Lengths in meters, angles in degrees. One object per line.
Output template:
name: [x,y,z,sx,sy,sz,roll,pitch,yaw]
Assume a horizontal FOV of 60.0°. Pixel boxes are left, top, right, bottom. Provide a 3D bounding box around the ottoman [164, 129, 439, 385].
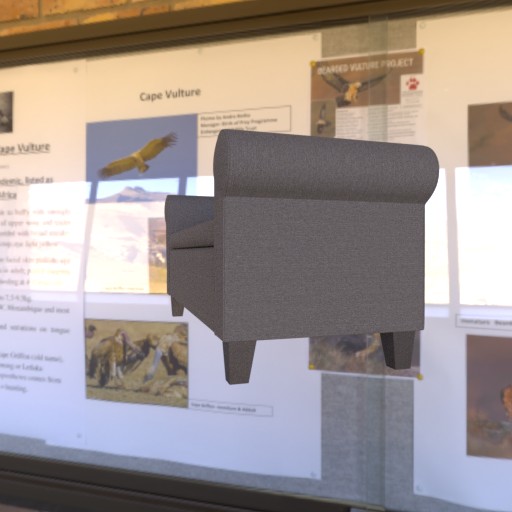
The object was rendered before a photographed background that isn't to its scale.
ottoman: [0.000,0.000,1.549,0.521,0.547,1.256,0,0,-17]
